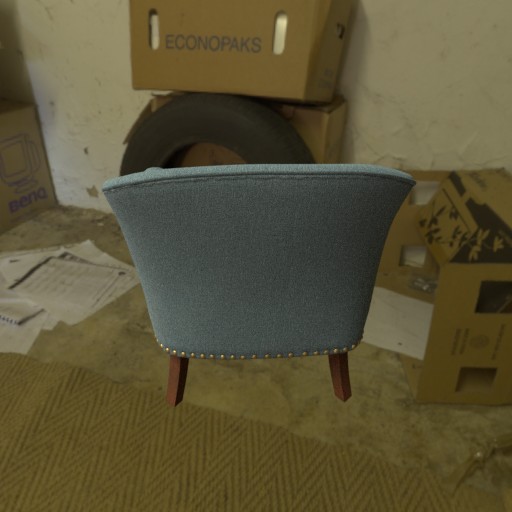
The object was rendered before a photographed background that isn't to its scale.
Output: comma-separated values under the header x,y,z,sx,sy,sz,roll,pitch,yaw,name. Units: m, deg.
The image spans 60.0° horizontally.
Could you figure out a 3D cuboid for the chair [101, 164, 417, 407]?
x,y,z,sx,sy,sz,roll,pitch,yaw,name
0.000,0.000,1.388,0.772,0.815,0.704,-1,30,-1,chair
